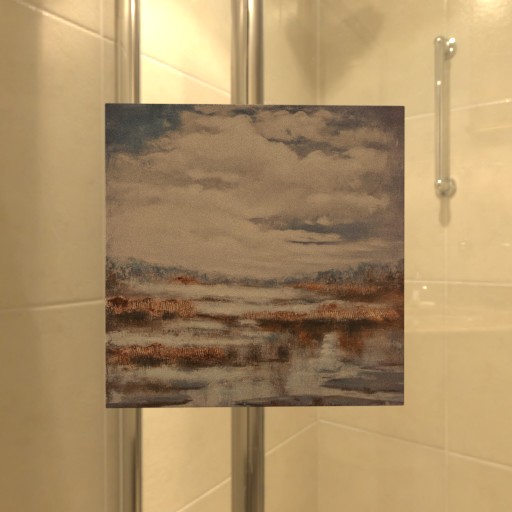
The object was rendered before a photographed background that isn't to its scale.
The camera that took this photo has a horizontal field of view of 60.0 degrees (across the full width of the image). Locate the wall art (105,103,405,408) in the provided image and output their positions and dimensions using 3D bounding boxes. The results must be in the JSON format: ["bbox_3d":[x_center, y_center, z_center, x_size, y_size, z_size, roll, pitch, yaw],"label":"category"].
[{"bbox_3d":[0.000,0.000,1.329,0.888,0.897,0.035,0,0,-2],"label":"wall art"}]
